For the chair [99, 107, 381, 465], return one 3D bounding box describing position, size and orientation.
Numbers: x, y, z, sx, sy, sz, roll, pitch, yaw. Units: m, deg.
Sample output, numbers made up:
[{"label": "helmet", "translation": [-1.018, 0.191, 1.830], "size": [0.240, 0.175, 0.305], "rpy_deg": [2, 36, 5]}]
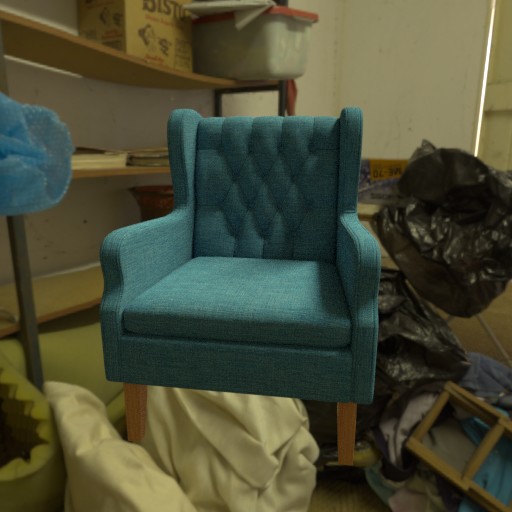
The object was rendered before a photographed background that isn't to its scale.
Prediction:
[{"label": "chair", "translation": [0.000, 0.000, 1.453], "size": [0.711, 0.952, 0.775], "rpy_deg": [2, 15, 9]}]
